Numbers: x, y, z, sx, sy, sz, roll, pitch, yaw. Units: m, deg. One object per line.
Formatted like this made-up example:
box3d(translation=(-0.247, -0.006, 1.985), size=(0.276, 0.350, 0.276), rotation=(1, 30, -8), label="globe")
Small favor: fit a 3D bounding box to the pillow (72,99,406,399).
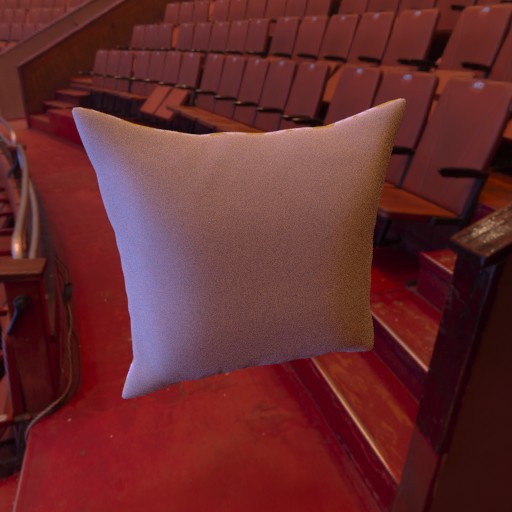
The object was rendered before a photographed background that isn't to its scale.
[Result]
box3d(translation=(0.000, 0.000, 0.749), size=(0.504, 0.494, 0.188), rotation=(-7, 26, -15), label="pillow")
